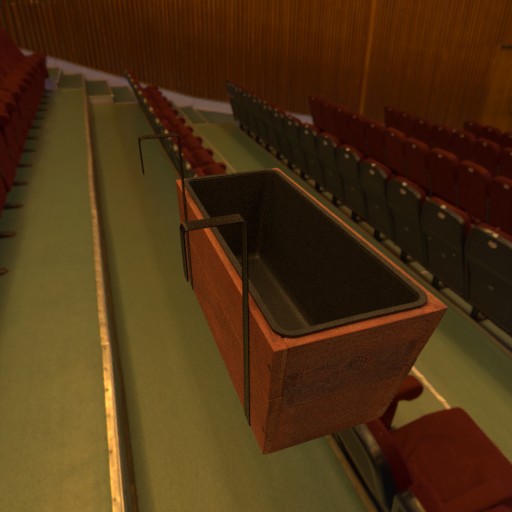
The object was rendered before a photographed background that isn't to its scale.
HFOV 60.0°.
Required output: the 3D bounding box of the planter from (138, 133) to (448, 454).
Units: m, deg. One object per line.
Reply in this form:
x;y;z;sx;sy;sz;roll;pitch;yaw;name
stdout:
0.000;0.000;0.648;0.262;0.289;0.480;-10;32;-17;planter
